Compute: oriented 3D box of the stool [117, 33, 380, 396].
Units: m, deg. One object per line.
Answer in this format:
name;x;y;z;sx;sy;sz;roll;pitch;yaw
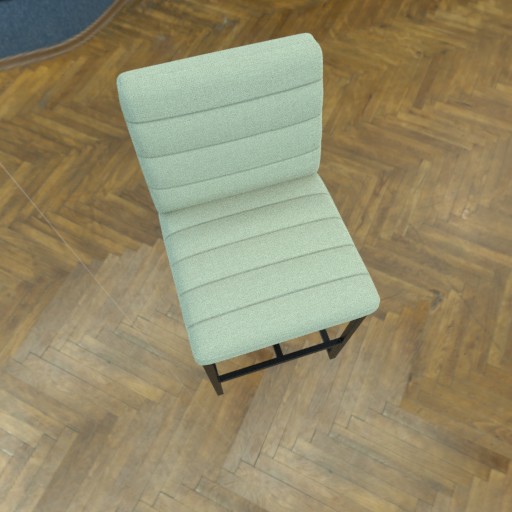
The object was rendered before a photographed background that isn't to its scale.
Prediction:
stool;0.000;0.000;1.248;0.460;0.940;0.560;-16;65;-8
